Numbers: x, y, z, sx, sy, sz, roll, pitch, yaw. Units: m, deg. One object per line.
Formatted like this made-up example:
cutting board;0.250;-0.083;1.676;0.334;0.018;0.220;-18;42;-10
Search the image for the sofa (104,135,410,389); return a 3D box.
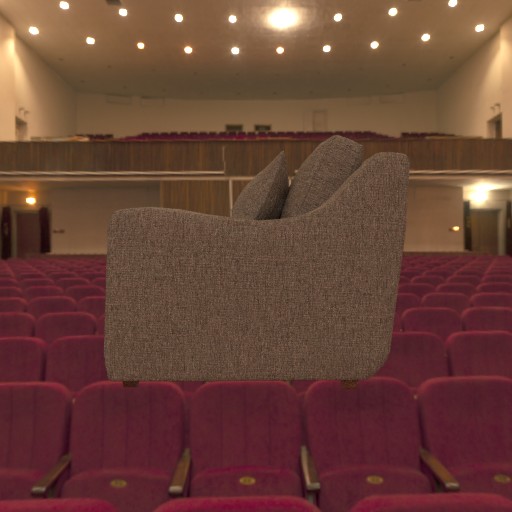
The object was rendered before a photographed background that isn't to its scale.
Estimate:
sofa;0.000;0.000;2.441;1.120;0.991;1.778;0;0;0
